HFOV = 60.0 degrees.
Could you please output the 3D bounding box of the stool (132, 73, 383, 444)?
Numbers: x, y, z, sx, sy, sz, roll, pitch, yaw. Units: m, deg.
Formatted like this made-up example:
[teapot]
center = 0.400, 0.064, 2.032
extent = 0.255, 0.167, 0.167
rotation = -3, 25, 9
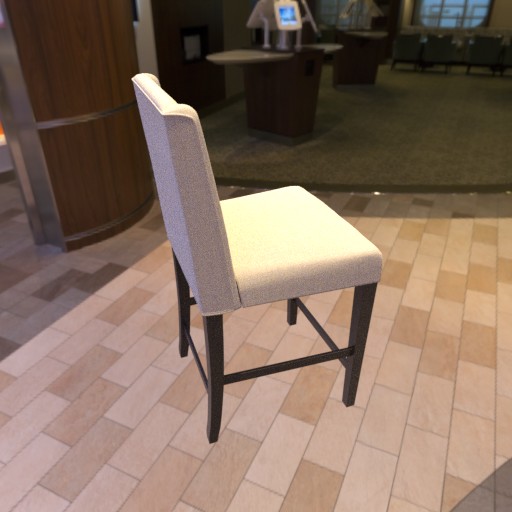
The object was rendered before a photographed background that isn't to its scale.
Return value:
[stool]
center = 0.000, 0.000, 1.248
extent = 0.509, 0.939, 0.474
rotation = -11, 32, -18
